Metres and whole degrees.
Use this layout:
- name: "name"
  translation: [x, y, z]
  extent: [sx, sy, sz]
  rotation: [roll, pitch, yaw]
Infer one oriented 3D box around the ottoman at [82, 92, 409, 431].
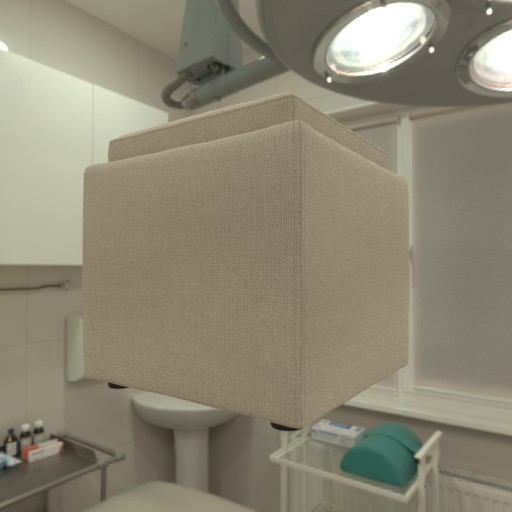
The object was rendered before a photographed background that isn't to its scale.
- name: "ottoman"
  translation: [0.000, 0.000, 0.826]
  extent: [0.451, 0.460, 0.450]
  rotation: [-1, -2, 35]
